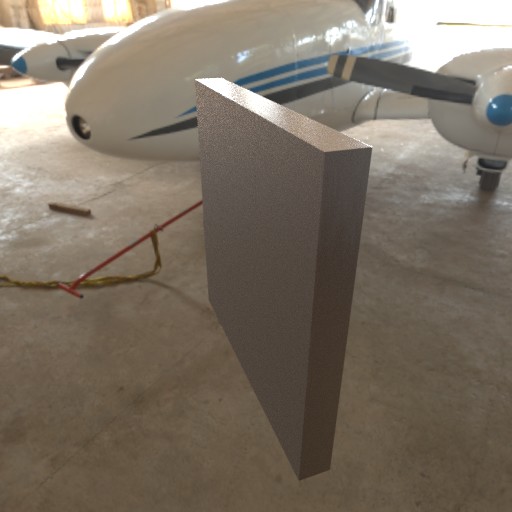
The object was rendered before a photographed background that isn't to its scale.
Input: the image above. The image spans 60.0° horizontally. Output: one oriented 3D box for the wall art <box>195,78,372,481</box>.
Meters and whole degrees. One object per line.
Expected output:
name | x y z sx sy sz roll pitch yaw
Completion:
wall art | 0.000 0.000 0.526 0.038 0.350 0.350 -11 31 -18
